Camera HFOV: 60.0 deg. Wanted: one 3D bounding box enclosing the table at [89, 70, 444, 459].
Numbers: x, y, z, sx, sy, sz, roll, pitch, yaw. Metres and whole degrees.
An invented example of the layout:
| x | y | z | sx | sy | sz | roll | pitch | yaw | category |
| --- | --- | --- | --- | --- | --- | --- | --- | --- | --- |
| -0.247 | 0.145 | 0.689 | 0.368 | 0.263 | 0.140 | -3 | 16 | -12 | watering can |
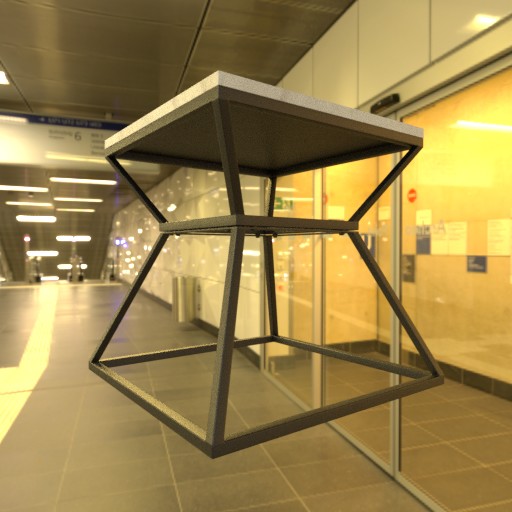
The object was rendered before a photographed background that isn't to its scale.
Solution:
| x | y | z | sx | sy | sz | roll | pitch | yaw | category |
| --- | --- | --- | --- | --- | --- | --- | --- | --- | --- |
| 0.000 | 0.000 | 0.791 | 0.455 | 0.431 | 0.455 | -1 | 1 | -37 | table |
